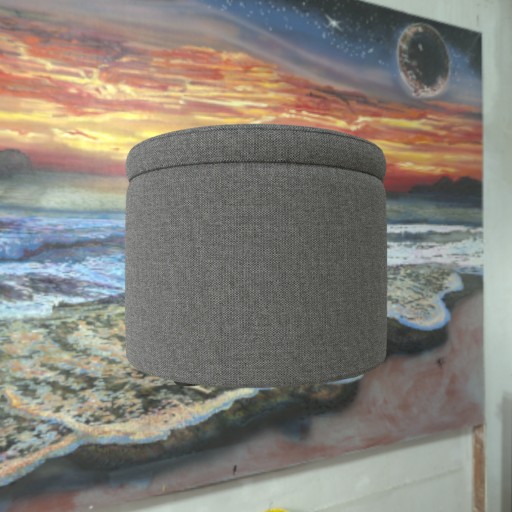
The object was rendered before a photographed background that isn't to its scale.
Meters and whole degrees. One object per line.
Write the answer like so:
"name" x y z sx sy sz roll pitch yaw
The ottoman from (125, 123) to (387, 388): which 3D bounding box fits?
"ottoman" 0.000 0.000 0.916 0.520 0.430 0.520 0 0 0
